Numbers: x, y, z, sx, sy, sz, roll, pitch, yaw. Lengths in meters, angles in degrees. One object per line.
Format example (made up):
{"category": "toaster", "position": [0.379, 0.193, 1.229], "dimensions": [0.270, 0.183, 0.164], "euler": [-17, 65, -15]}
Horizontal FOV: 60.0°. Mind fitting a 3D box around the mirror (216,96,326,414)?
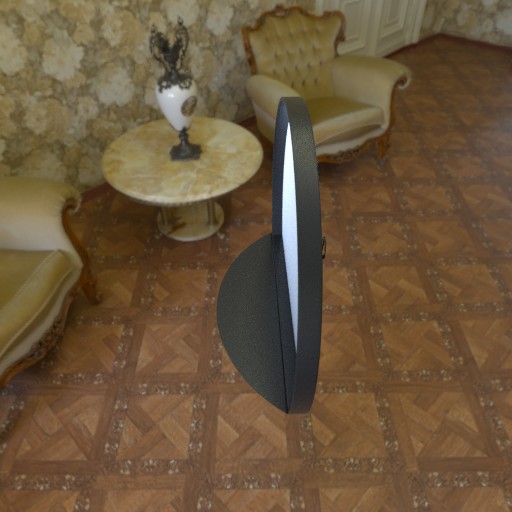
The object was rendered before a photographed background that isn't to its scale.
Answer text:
{"category": "mirror", "position": [0.000, 0.000, 0.677], "dimensions": [0.133, 0.457, 0.457], "euler": [-1, 41, -1]}
